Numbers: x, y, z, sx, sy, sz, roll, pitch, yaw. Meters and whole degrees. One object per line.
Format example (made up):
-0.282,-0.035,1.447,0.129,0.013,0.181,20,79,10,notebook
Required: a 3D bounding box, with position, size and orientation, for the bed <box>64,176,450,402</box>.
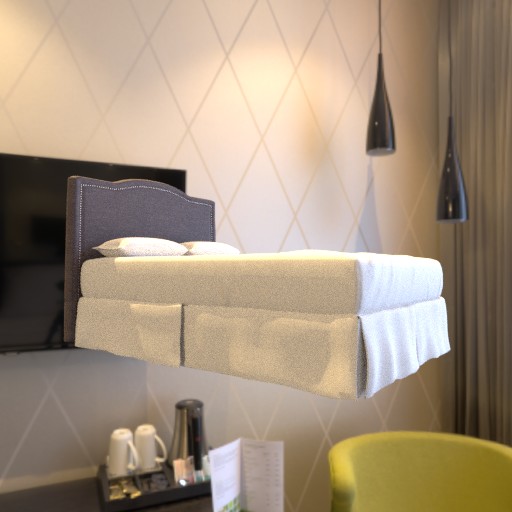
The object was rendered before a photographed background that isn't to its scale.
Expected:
0.000,0.000,3.456,2.507,1.441,1.741,-1,-2,36,bed
